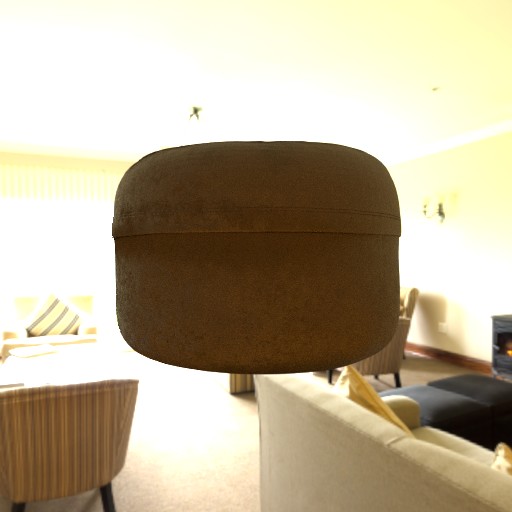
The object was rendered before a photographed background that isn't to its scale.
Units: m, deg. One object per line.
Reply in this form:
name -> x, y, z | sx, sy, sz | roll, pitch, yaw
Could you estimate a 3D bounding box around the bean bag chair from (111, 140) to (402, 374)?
bean bag chair -> 0.000, 0.000, 1.471 | 0.918, 0.605, 0.918 | 0, 0, 0
